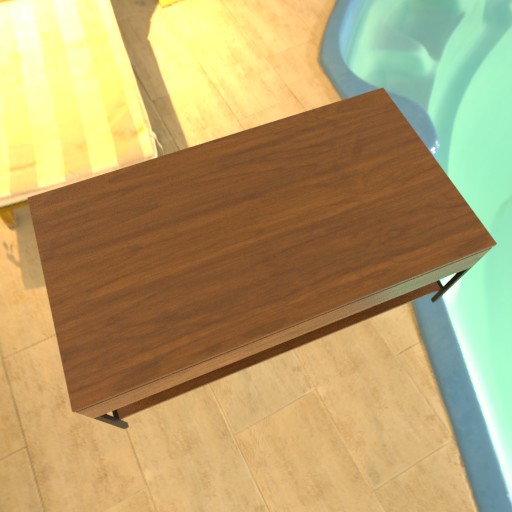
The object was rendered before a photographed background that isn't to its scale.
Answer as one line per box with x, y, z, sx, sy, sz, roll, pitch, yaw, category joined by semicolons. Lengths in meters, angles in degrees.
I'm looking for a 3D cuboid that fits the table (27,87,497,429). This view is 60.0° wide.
0.000;0.000;1.313;1.057;0.414;0.574;-20;65;-10;table
